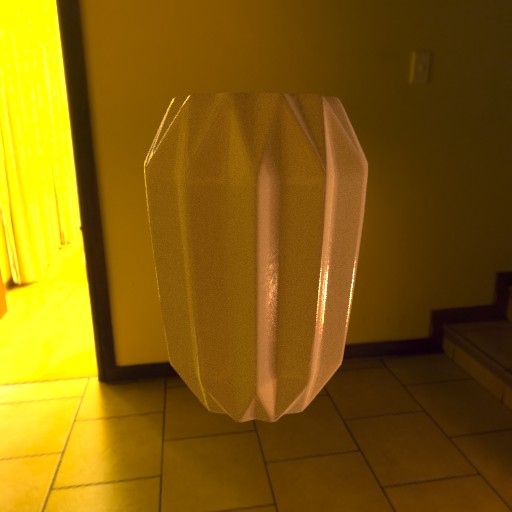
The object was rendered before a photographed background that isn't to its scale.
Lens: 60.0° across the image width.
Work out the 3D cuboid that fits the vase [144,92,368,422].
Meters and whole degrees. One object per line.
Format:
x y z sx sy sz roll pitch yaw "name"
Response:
0.000 0.000 0.407 0.195 0.275 0.195 0 16 0 "vase"
